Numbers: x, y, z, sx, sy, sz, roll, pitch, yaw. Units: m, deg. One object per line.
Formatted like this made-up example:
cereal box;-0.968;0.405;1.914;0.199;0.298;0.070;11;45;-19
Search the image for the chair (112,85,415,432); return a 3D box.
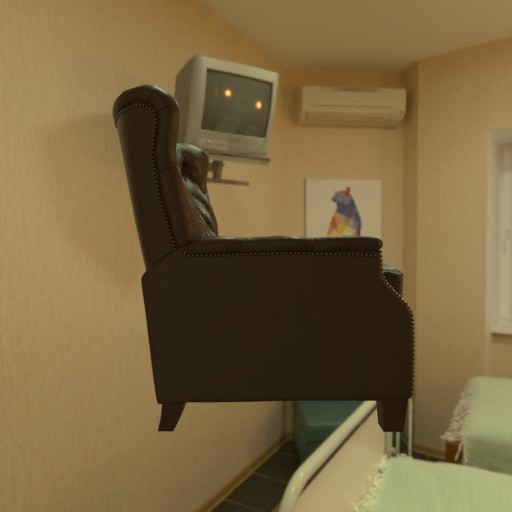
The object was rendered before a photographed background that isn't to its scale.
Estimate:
chair;0.000;0.000;1.425;0.823;0.864;0.709;0;2;1
